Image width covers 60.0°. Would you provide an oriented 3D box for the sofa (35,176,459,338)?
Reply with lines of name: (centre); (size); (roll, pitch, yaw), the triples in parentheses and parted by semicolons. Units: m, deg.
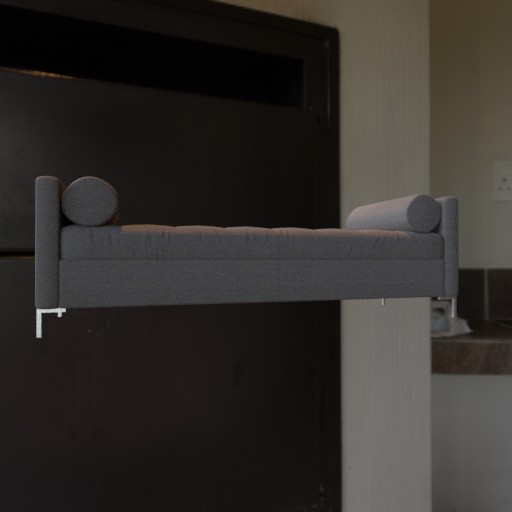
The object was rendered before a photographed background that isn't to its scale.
sofa: (0.000, 0.000, 2.308); (1.981, 0.635, 0.686); (0, 0, -17)
